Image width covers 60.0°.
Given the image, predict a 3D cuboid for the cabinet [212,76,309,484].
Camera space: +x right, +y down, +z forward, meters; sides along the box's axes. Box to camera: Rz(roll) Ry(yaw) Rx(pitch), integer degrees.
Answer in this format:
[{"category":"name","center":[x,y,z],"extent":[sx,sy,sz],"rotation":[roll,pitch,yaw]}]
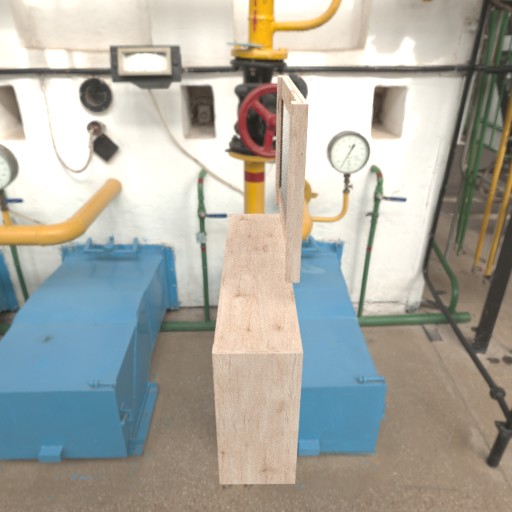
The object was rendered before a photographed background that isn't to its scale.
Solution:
[{"category":"cabinet","center":[0.000,0.000,2.759],"extent":[0.420,1.981,1.700],"rotation":[0,27,0]}]
